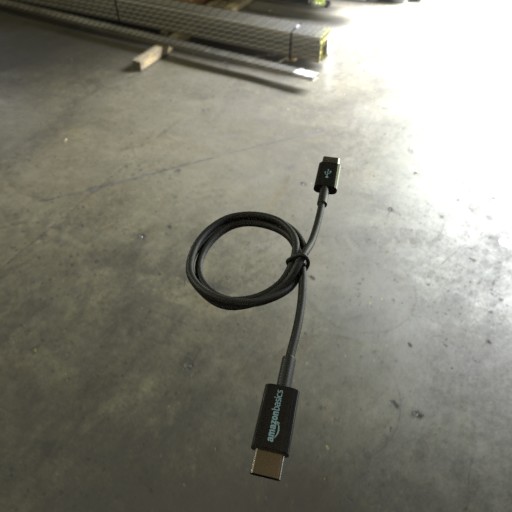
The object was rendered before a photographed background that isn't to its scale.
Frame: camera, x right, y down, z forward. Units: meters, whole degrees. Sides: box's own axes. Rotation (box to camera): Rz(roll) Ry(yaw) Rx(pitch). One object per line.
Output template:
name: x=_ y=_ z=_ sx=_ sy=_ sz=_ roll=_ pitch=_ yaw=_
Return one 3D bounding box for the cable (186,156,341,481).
cable: x=0.000 y=0.000 z=0.227 sx=0.070 sy=0.014 sz=0.203 roll=9 pitch=47 yaw=9
